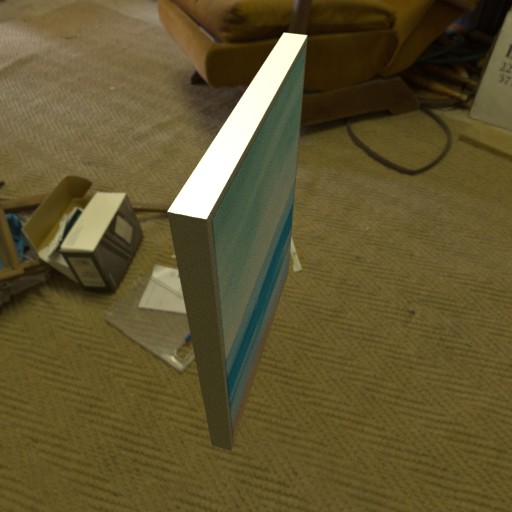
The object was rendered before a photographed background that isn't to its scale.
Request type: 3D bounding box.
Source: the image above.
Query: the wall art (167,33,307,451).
[{"bbox_3d":[0.000,0.000,0.743,0.039,0.553,0.445,12,48,11],"label":"wall art"}]
